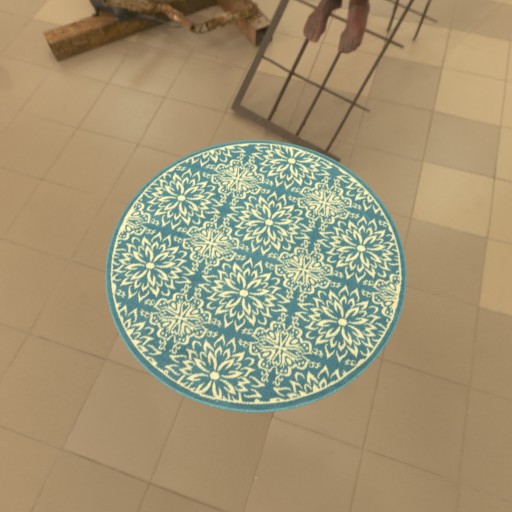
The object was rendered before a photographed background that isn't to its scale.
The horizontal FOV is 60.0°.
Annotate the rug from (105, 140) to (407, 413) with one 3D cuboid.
[{"bbox_3d":[0.000,0.000,2.371,1.593,0.012,1.593,0,63,0],"label":"rug"}]
